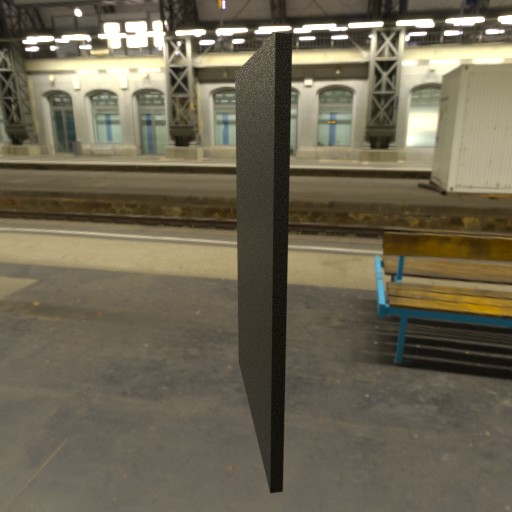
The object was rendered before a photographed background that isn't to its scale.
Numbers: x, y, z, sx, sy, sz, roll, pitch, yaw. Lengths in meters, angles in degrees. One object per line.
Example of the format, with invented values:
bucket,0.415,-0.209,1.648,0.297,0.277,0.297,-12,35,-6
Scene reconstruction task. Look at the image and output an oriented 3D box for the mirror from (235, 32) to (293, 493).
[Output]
mirror,0.000,0.000,1.484,0.038,1.219,0.762,-3,17,-9
